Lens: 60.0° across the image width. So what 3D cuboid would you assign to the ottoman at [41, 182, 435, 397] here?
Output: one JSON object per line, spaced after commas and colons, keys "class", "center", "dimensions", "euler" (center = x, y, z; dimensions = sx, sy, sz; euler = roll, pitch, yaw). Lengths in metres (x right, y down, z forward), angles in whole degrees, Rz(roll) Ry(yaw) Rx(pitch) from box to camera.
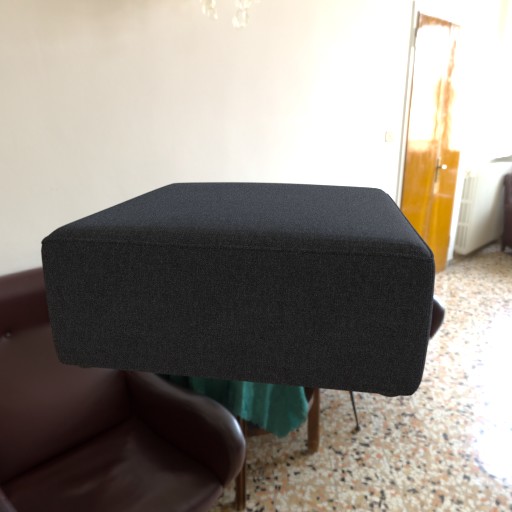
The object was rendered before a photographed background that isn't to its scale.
{"class": "ottoman", "center": [0.000, 0.000, 1.562], "dimensions": [1.000, 0.439, 1.000], "euler": [3, 17, 9]}
